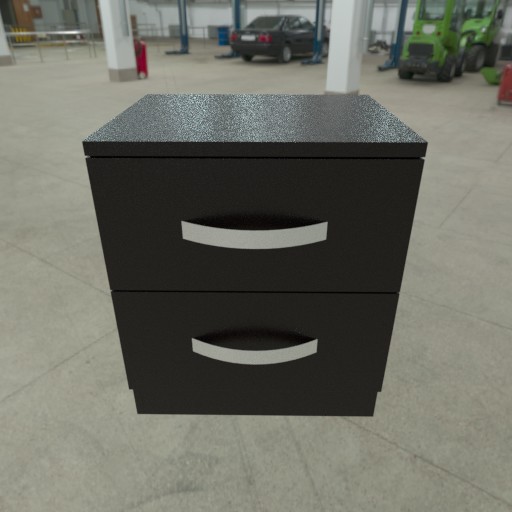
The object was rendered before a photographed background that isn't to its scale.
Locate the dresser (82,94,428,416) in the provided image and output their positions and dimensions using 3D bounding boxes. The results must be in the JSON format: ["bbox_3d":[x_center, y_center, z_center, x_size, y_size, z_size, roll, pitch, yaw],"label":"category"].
[{"bbox_3d":[0.000,0.000,0.759,0.400,0.470,0.360,0,29,1],"label":"dresser"}]
